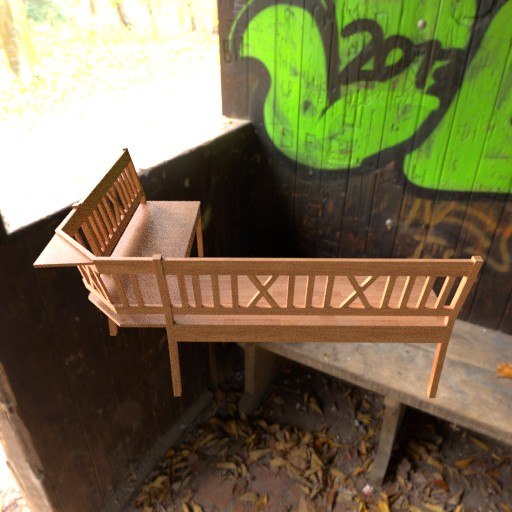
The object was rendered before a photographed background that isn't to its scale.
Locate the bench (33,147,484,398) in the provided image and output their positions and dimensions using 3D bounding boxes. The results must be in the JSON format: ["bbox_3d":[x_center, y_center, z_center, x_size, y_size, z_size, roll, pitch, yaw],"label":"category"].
[{"bbox_3d":[0.000,0.000,2.766,1.937,0.902,1.537,0,31,0],"label":"bench"}]
